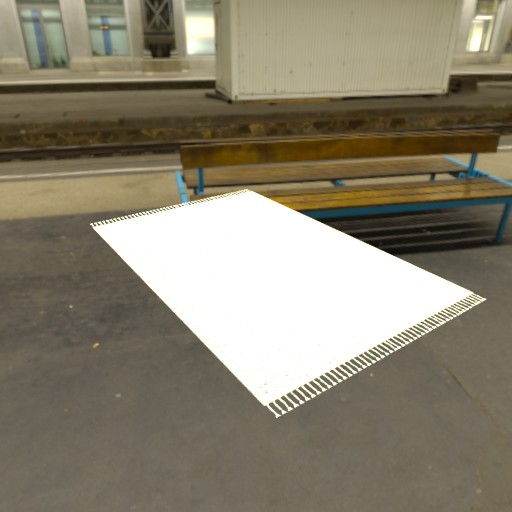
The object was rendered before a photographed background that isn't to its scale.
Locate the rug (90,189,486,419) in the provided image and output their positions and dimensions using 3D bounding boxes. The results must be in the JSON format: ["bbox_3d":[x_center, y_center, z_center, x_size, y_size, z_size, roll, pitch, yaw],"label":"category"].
[{"bbox_3d":[0.000,0.000,3.041,1.524,0.010,2.438,-18,32,-31],"label":"rug"}]
